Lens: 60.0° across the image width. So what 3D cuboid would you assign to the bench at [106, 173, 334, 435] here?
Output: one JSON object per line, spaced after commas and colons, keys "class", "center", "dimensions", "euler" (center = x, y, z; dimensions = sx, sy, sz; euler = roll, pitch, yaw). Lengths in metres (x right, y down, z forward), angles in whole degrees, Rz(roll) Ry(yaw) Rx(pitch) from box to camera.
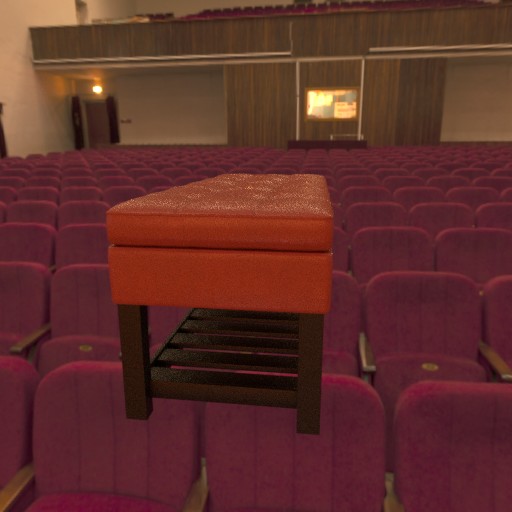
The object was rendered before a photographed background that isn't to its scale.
{"class": "bench", "center": [0.000, 0.000, 1.370], "dimensions": [0.432, 0.460, 1.105], "euler": [2, 14, 8]}
